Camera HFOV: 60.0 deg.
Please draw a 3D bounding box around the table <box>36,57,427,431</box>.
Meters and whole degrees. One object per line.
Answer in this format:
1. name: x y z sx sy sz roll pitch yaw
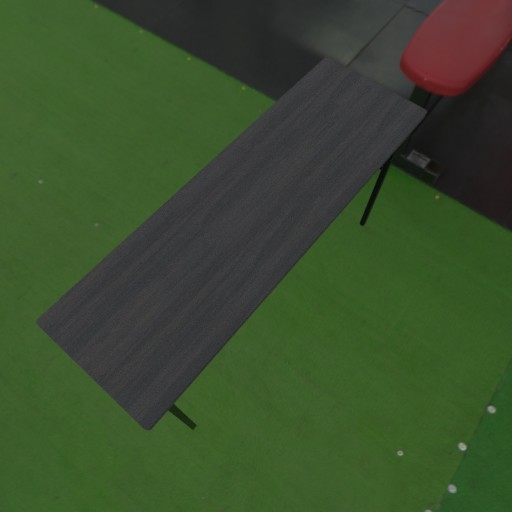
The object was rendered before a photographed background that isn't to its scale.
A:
1. table: 0.000 0.000 1.751 0.449 0.750 1.399 36 69 17
